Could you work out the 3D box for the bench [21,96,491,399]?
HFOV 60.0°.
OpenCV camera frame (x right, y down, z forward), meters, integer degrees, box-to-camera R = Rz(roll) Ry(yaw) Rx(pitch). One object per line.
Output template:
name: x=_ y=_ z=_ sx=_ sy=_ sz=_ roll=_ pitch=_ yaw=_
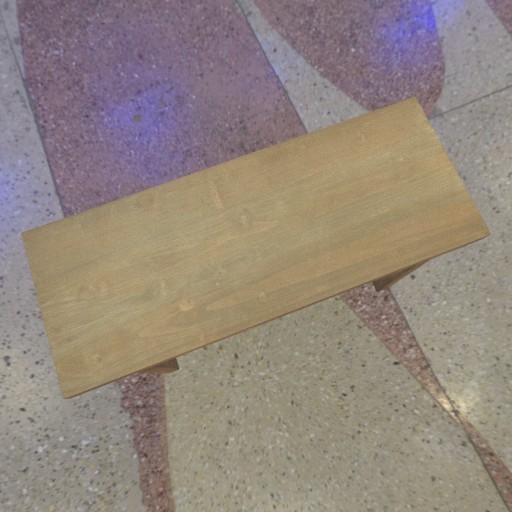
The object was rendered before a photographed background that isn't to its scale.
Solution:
bench: x=0.000 y=0.000 z=1.416 sx=1.183 sy=0.458 sz=0.458 roll=-20 pitch=76 yaw=-5
